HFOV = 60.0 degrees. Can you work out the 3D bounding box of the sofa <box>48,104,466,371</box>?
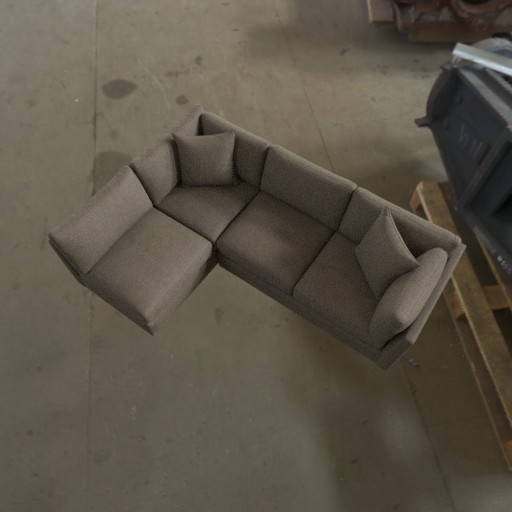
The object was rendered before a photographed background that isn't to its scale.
[{"bbox_3d":[0.000,0.000,3.859,2.896,0.978,1.994,31,63,18],"label":"sofa"}]
